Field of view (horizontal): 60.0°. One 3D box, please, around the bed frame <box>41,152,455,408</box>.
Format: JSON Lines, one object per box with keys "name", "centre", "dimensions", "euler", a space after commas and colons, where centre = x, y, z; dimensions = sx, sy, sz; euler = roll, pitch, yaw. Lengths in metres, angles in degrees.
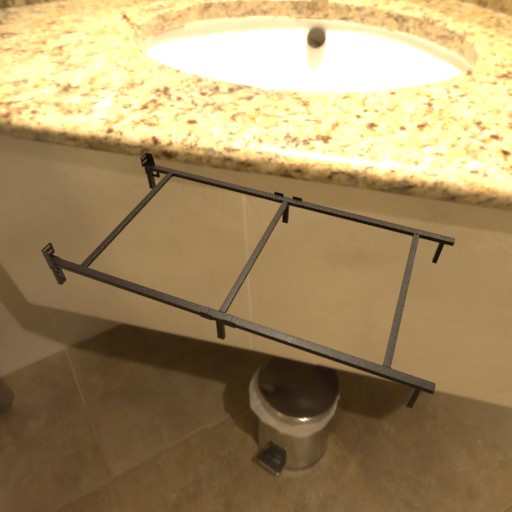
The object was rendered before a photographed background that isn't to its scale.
{"name": "bed frame", "centre": [0.000, 0.000, 2.333], "dimensions": [1.897, 0.248, 0.968], "euler": [16, 47, 15]}
